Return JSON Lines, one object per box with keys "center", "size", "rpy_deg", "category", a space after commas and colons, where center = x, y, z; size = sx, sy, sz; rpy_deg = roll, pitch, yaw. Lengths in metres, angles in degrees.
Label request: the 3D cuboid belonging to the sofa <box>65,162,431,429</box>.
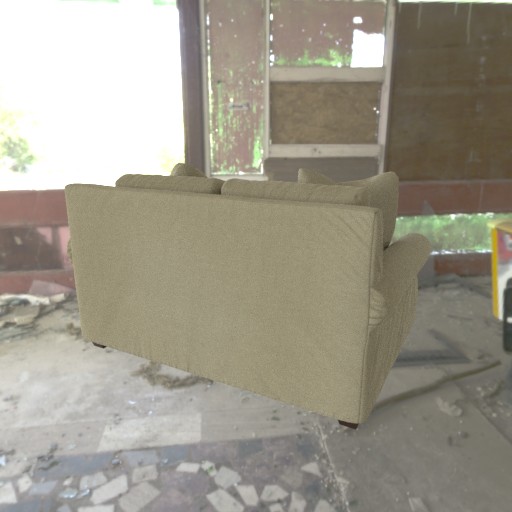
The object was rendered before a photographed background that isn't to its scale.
{"center": [0.000, 0.000, 2.217], "size": [1.550, 0.905, 1.070], "rpy_deg": [9, 18, 28], "category": "sofa"}
